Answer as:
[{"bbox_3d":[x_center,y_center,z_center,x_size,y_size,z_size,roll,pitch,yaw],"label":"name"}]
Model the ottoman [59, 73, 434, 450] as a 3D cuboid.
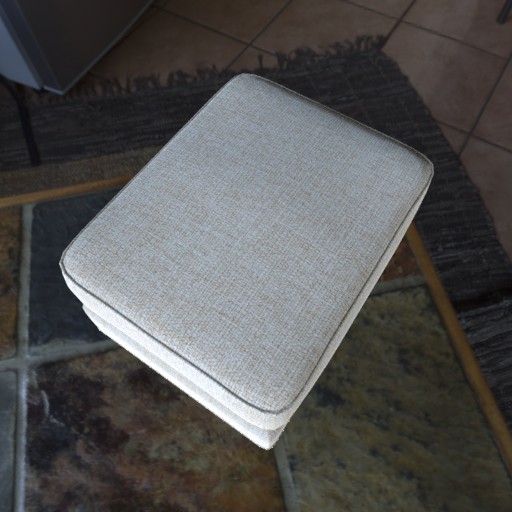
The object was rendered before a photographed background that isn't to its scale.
[{"bbox_3d":[0.000,0.000,1.156,0.589,0.537,0.738,31,67,15],"label":"ottoman"}]
